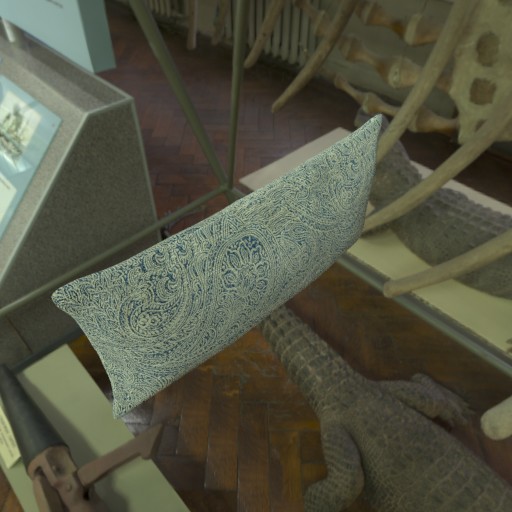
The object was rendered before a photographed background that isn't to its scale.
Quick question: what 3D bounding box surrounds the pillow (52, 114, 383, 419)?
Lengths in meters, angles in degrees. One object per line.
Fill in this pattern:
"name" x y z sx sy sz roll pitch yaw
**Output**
"pillow" 0.000 0.000 0.733 0.615 0.295 0.151 -34 53 -30
